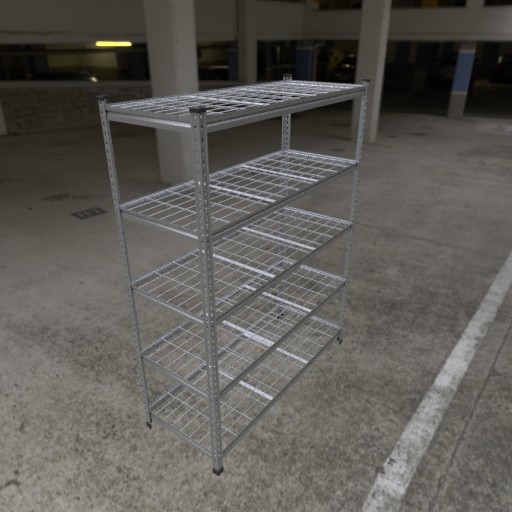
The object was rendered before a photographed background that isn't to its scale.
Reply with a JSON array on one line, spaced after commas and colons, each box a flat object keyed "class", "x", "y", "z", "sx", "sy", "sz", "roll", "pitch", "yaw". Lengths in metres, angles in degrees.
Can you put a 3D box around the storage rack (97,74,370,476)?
[{"class": "storage rack", "x": 0.000, "y": 0.000, "z": 2.756, "sx": 0.610, "sy": 1.981, "sz": 1.524, "roll": 18, "pitch": 32, "yaw": 32}]
